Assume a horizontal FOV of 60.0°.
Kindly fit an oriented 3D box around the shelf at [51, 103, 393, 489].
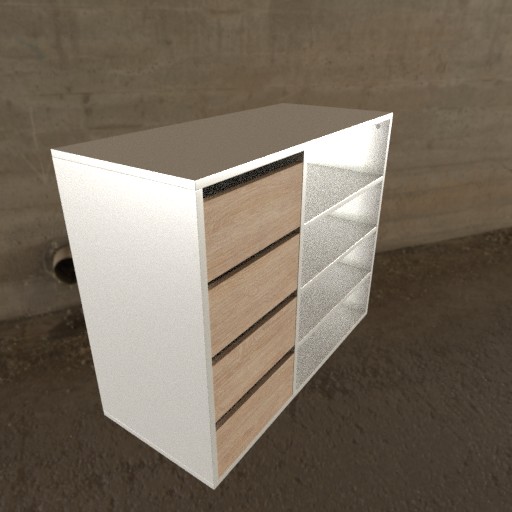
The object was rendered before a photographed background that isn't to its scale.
[{"bbox_3d":[0.000,0.000,1.291,0.396,0.732,0.895,17,31,31],"label":"shelf"}]
